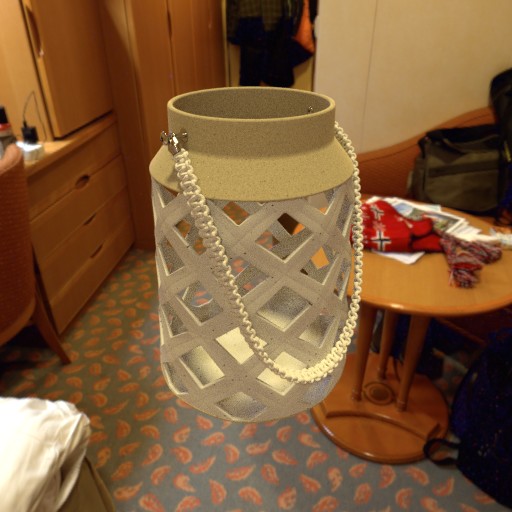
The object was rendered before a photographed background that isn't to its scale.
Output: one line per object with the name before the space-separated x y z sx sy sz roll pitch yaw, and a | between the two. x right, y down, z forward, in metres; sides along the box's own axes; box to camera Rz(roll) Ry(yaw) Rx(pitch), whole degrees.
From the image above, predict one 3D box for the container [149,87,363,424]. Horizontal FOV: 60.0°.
container | 0.000 0.000 0.394 0.188 0.264 0.198 -22 37 -33
